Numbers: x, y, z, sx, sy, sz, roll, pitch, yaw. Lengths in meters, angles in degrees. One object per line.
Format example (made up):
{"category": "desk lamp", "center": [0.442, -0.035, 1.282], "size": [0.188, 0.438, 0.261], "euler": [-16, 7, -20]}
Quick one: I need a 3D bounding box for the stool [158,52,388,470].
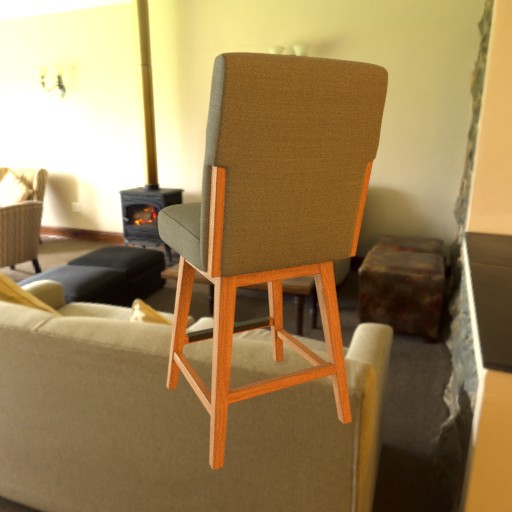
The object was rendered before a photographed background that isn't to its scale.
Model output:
{"category": "stool", "center": [0.000, 0.000, 1.308], "size": [0.459, 1.019, 0.570], "euler": [-8, 17, -25]}
